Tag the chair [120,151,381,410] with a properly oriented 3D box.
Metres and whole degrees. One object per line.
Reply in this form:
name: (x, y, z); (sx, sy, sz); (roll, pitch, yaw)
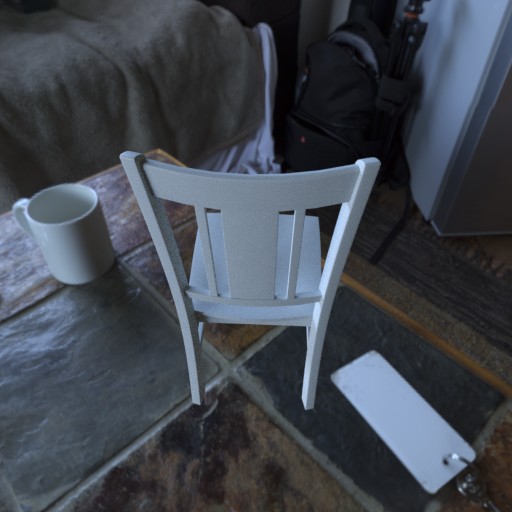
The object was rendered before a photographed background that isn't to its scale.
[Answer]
chair: (0.000, 0.000, 1.293); (0.450, 0.998, 0.555); (2, 46, 2)
